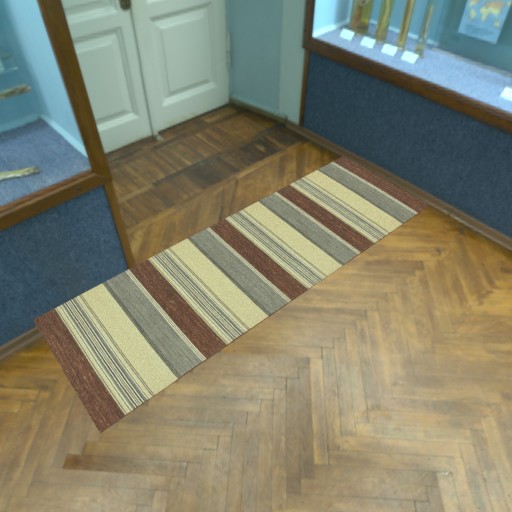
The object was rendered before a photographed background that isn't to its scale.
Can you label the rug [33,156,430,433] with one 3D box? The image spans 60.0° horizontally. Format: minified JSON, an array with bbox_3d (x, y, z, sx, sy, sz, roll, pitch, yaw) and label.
[{"bbox_3d":[0.000,0.000,2.698,2.437,0.006,0.792,-31,53,-27],"label":"rug"}]
